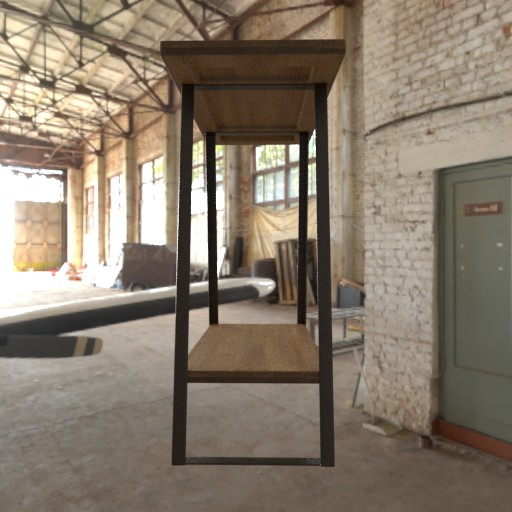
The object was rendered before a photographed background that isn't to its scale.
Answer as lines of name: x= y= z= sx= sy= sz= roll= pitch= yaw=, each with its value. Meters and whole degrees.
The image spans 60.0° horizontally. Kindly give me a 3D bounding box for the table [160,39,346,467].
table: x=0.000 y=0.000 z=1.015 sx=0.300 sy=0.701 sz=0.599 roll=0 pitch=0 yaw=1
